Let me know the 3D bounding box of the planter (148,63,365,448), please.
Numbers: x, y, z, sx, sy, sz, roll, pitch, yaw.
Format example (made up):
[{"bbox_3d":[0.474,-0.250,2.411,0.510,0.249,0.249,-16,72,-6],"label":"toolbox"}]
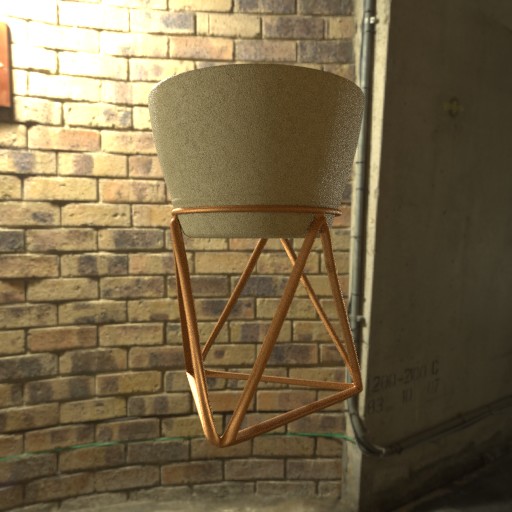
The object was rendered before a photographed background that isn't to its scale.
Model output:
[{"bbox_3d":[0.000,0.000,0.746,0.350,0.504,0.350,1,3,17],"label":"planter"}]
